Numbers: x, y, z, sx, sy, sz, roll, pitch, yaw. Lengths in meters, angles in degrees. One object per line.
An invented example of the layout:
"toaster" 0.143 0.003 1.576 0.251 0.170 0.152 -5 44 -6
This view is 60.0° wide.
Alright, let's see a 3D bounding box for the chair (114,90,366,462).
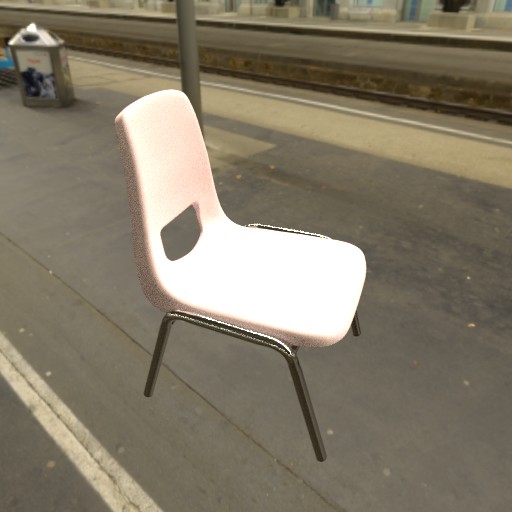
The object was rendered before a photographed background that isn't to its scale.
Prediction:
"chair" 0.000 0.000 0.804 0.385 0.537 0.354 11 33 18
